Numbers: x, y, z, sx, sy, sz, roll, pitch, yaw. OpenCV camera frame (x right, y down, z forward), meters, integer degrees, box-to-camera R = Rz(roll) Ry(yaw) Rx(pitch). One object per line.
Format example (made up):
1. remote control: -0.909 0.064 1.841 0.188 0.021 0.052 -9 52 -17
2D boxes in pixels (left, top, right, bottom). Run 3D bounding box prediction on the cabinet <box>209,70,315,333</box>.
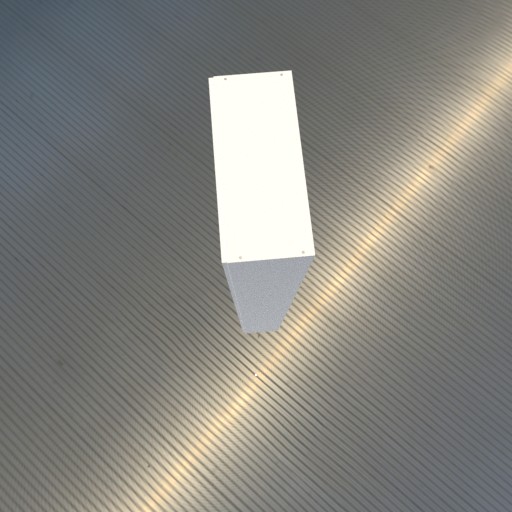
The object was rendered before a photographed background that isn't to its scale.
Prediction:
1. cabinet: 0.000 0.000 1.950 0.230 1.790 0.500 -5 75 -1
